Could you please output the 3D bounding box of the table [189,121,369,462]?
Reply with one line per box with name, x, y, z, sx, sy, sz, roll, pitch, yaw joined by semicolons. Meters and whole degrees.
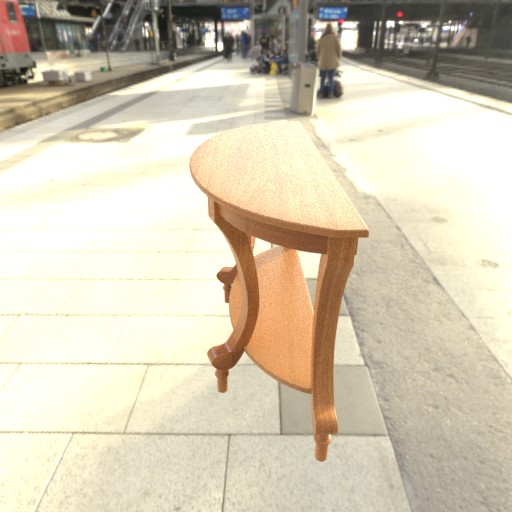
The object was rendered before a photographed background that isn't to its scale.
table;0.000;0.000;1.508;0.394;0.692;1.198;-1;26;-1
